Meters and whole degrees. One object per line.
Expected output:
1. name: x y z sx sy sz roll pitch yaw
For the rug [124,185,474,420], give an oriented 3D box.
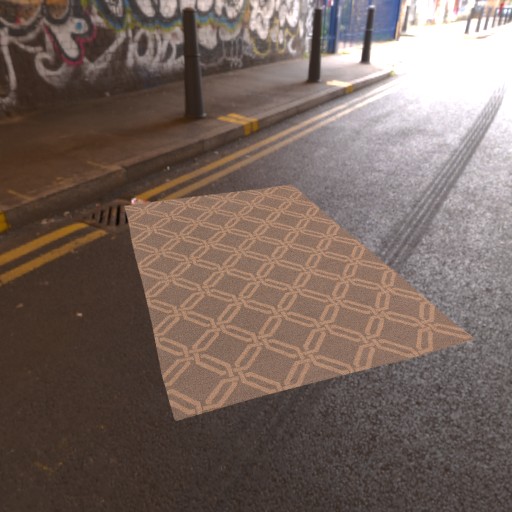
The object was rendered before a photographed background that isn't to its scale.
1. rug: 0.000 0.000 2.224 1.148 0.010 1.754 -10 31 -17
